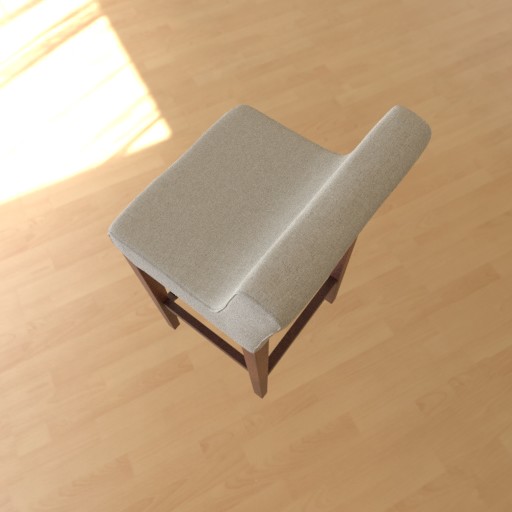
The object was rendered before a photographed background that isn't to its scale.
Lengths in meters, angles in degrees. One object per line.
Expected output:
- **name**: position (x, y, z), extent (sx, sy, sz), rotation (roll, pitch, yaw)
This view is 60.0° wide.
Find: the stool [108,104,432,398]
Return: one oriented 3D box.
- **stool**: position (0.000, 0.000, 1.224), extent (0.500, 0.937, 0.511), rotation (34, 68, 16)
